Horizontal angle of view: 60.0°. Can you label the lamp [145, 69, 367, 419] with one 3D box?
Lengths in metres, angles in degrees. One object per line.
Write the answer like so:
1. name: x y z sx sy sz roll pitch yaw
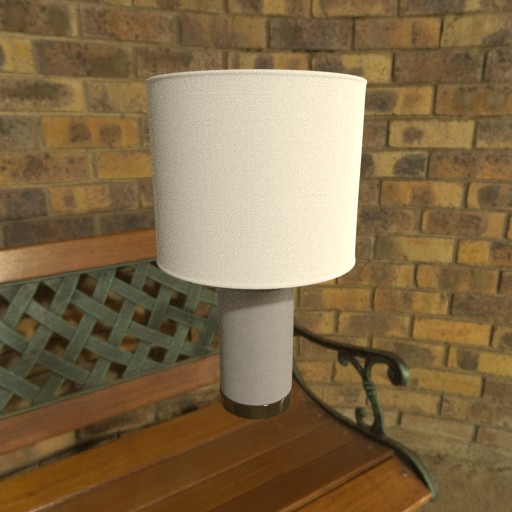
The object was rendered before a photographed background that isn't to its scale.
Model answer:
1. lamp: 0.000 0.000 0.522 0.229 0.380 0.229 0 16 0
